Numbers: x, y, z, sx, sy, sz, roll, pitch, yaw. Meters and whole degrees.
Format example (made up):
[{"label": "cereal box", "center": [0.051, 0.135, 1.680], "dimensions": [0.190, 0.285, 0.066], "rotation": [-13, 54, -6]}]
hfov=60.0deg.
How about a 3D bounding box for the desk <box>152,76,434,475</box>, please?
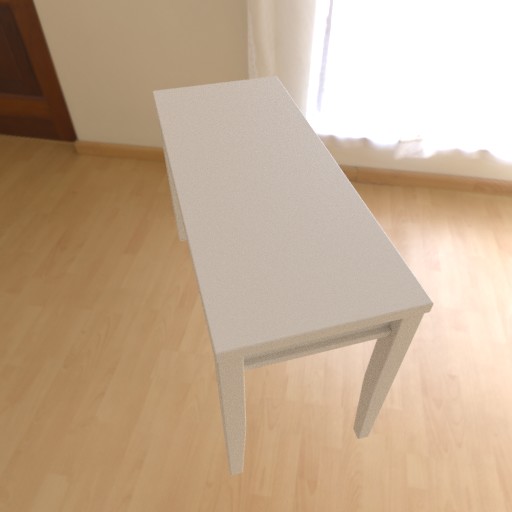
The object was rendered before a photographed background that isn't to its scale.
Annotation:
[{"label": "desk", "center": [0.000, 0.000, 1.645], "dimensions": [0.508, 0.775, 1.220], "rotation": [-11, 47, -10]}]
